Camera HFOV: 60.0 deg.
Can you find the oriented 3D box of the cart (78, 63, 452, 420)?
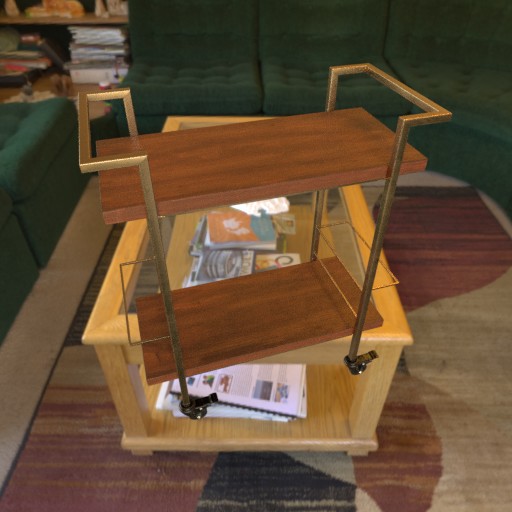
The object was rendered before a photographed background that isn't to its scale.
[{"bbox_3d":[0.000,0.000,1.151,0.695,0.807,0.364,-11,41,-13],"label":"cart"}]
